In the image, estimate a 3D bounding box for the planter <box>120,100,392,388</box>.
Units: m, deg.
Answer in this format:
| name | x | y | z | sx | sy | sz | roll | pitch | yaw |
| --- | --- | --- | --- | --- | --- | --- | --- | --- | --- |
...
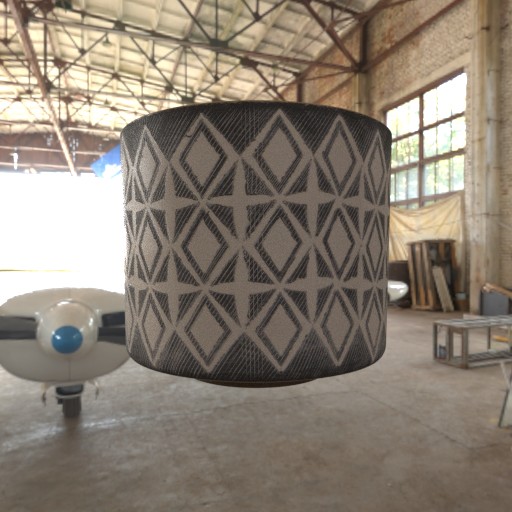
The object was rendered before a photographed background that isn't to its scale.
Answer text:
| name | x | y | z | sx | sy | sz | roll | pitch | yaw |
| --- | --- | --- | --- | --- | --- | --- | --- | --- | --- |
| planter | 0.000 | 0.000 | 0.328 | 0.192 | 0.165 | 0.192 | 0 | 0 | 0 |
